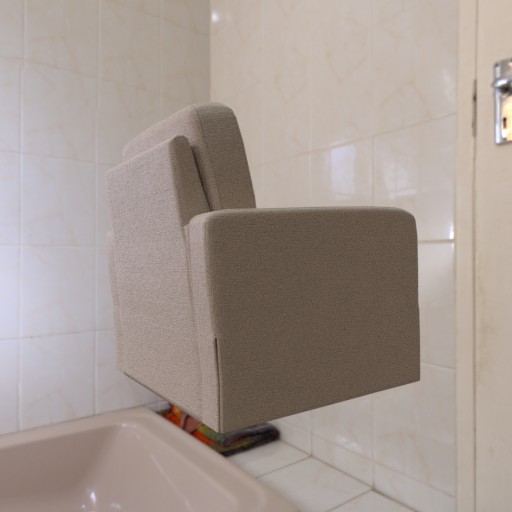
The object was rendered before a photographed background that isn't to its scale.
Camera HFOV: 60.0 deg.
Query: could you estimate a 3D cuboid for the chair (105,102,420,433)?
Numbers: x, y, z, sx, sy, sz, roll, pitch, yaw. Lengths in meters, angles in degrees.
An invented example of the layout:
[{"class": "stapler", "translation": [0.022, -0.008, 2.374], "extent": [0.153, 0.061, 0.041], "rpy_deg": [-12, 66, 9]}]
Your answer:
[{"class": "chair", "translation": [0.000, 0.000, 1.542], "extent": [0.888, 0.827, 0.755], "rpy_deg": [0, 0, -36]}]
